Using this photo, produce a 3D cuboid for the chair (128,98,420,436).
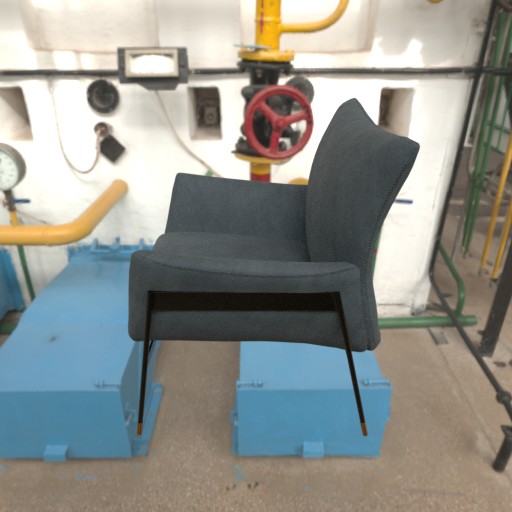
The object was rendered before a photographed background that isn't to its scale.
[{"bbox_3d":[0.000,0.000,1.387,0.709,0.858,0.678,0,27,0],"label":"chair"}]
